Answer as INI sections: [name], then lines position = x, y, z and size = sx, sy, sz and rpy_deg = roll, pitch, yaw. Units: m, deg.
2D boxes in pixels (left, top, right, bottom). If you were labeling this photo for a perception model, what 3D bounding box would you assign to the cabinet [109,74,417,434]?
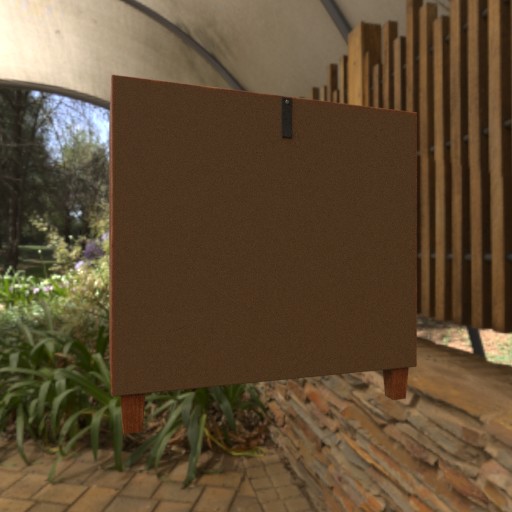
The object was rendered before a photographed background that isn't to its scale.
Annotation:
[cabinet]
position = 0.000, 0.000, 1.273
size = 0.796, 0.785, 0.412
rpy_deg = 0, 0, -19
